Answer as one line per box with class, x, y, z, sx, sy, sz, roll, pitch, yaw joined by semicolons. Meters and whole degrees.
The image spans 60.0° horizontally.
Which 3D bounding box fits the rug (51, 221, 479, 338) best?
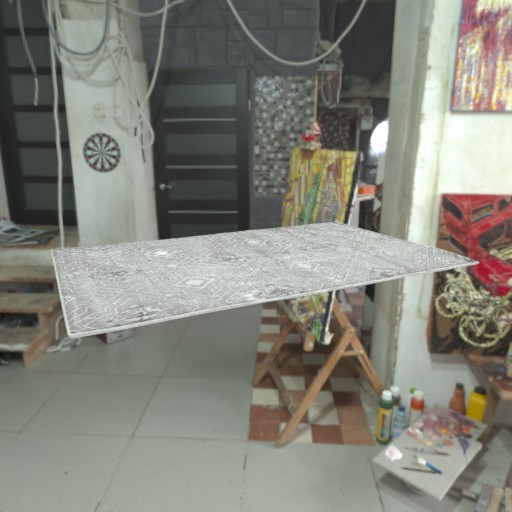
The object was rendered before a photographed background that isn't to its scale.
rug;0.000;0.000;2.964;2.447;0.036;1.537;-7;17;-25
